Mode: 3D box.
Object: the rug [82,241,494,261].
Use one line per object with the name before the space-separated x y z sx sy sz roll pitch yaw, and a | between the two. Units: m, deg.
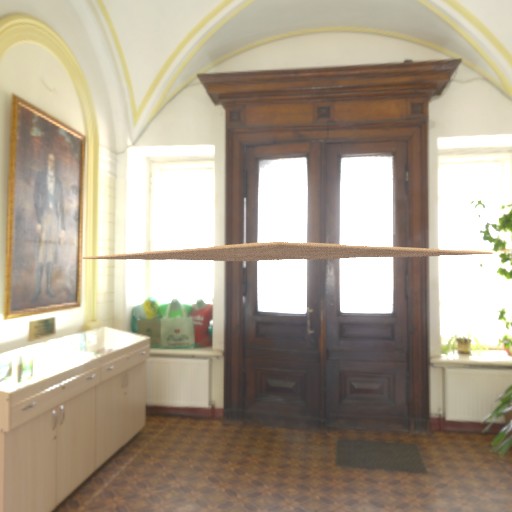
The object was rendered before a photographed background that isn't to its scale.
rug | 0.000 0.000 2.849 1.528 0.014 2.294 1 -2 -37
